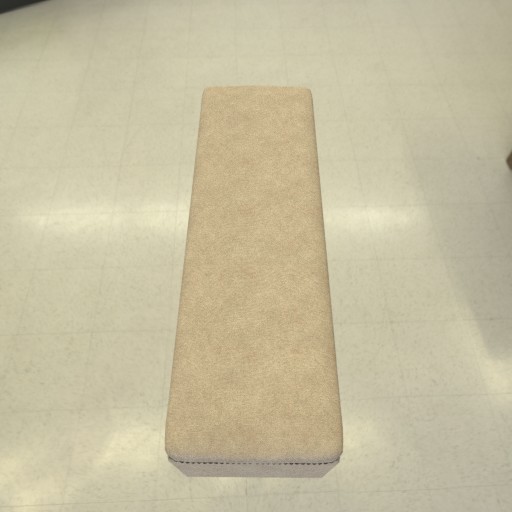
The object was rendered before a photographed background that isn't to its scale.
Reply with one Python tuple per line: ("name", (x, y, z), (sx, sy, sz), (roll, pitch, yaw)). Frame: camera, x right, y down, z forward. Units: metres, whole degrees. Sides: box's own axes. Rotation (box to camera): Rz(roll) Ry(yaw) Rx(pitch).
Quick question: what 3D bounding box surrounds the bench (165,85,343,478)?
("bench", (0.000, 0.000, 1.680), (0.470, 0.447, 1.482), (0, 58, 0))
